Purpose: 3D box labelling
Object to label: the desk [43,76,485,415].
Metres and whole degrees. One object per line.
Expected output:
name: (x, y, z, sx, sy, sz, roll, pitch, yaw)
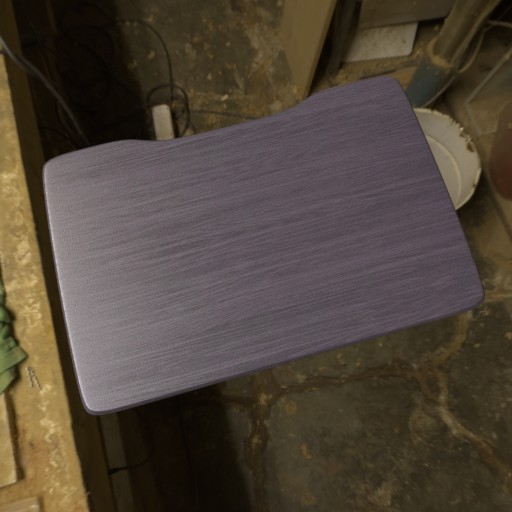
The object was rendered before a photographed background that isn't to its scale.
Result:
desk: (0.000, 0.000, 1.128, 0.820, 0.470, 0.546, -15, 77, -4)
